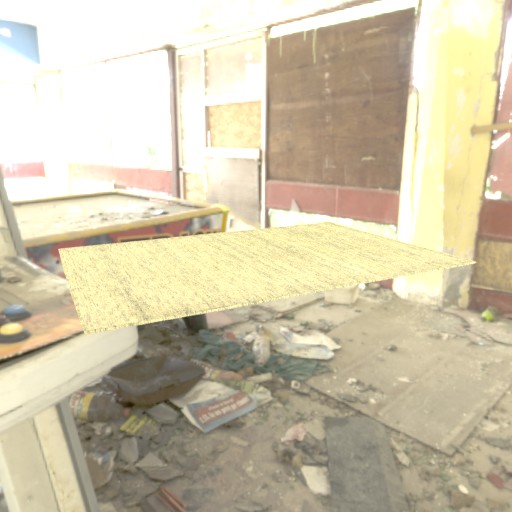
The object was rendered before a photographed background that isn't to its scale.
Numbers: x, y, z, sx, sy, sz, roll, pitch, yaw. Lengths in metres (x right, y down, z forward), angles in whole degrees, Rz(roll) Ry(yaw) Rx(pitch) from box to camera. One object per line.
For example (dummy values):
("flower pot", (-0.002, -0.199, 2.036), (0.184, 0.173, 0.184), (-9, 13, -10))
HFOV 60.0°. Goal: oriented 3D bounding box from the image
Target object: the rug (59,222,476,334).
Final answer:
("rug", (0.000, 0.000, 2.860), (2.263, 0.017, 1.523), (-7, 17, -26))
